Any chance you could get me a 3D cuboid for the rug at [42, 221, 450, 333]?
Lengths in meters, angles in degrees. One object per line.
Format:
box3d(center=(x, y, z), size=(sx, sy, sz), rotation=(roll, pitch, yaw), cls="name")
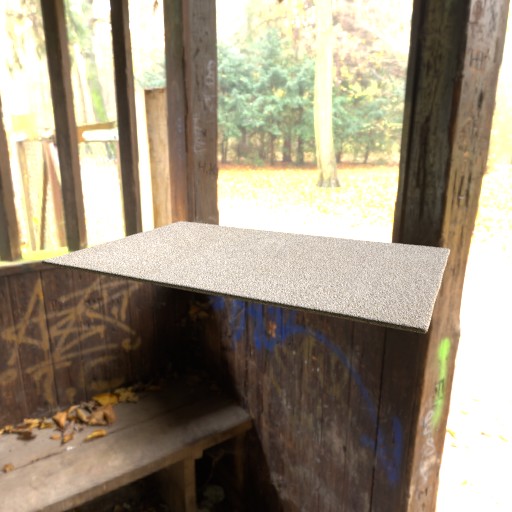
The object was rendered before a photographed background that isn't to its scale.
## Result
box3d(center=(0.000, 0.000, 3.517), size=(2.743, 0.030, 1.778), rotation=(7, 17, 25), cls="rug")
